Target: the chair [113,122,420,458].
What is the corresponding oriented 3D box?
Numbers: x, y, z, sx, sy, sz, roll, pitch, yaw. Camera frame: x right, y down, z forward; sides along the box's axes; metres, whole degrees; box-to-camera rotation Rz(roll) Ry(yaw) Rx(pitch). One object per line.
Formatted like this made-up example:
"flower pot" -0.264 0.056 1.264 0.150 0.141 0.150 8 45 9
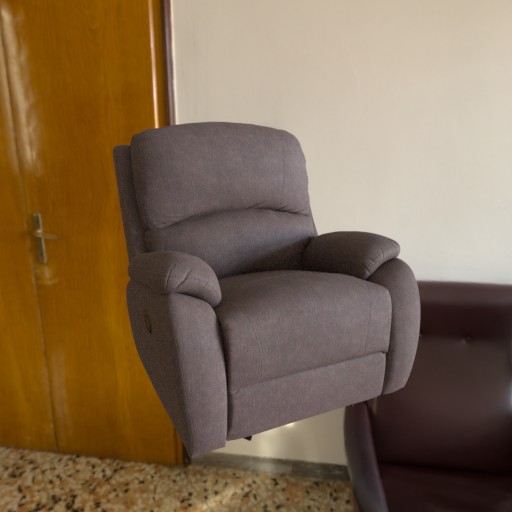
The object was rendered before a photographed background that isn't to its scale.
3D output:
"chair" 0.000 0.000 1.711 0.930 1.011 0.899 -7 17 -26
